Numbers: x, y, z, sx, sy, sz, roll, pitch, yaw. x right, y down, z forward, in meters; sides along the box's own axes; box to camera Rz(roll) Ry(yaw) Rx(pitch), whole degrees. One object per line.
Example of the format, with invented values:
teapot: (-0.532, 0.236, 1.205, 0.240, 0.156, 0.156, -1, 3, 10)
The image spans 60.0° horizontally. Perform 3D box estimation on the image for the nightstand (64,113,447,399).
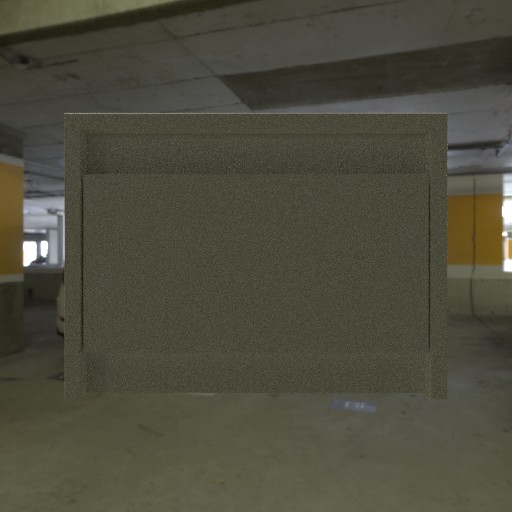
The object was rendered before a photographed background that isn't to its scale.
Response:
nightstand: (0.000, 0.000, 0.747, 0.470, 0.351, 0.408, 0, 0, 0)
